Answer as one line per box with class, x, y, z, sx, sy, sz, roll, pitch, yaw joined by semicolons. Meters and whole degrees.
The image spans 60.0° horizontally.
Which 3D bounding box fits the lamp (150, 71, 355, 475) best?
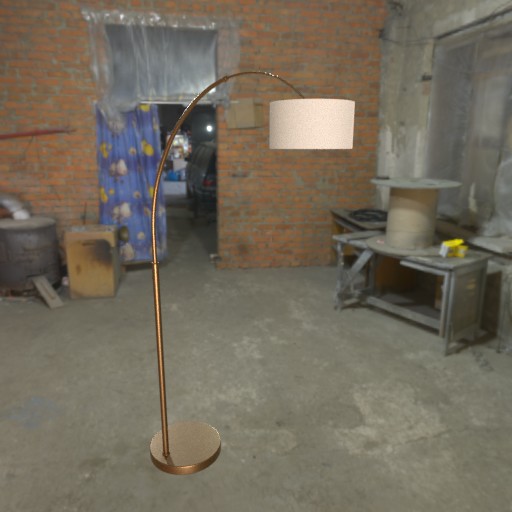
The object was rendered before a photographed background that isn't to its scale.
lamp;0.000;0.000;2.480;0.493;1.927;1.434;13;20;42
